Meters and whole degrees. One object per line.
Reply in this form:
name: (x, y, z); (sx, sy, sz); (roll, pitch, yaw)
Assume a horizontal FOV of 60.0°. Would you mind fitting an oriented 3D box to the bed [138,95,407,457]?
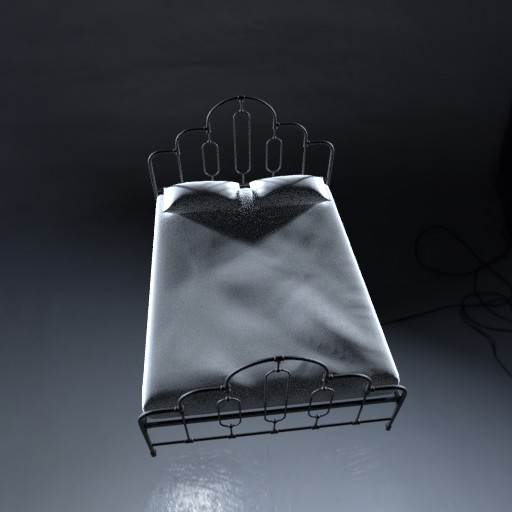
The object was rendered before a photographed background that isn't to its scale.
bed: (0.000, 0.000, 3.236); (1.640, 1.429, 2.163); (-5, 46, -4)
